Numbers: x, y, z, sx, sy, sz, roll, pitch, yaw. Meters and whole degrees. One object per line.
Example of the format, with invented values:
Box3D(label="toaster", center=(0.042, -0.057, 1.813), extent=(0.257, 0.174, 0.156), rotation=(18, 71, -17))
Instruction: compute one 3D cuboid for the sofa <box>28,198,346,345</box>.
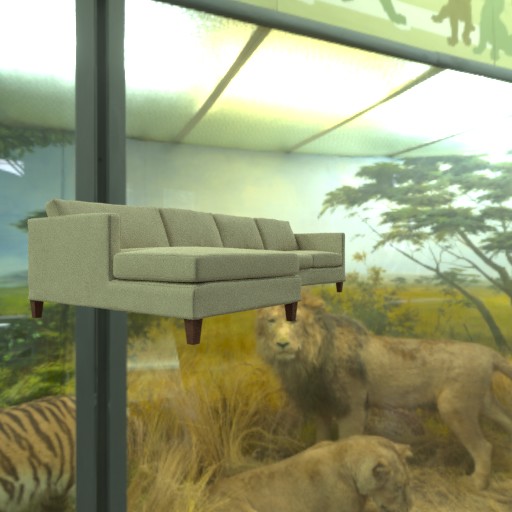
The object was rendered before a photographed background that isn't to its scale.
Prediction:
Box3D(label="sofa", center=(0.000, 0.000, 3.870), extent=(1.625, 0.846, 3.186), rotation=(0, 0, 36))
